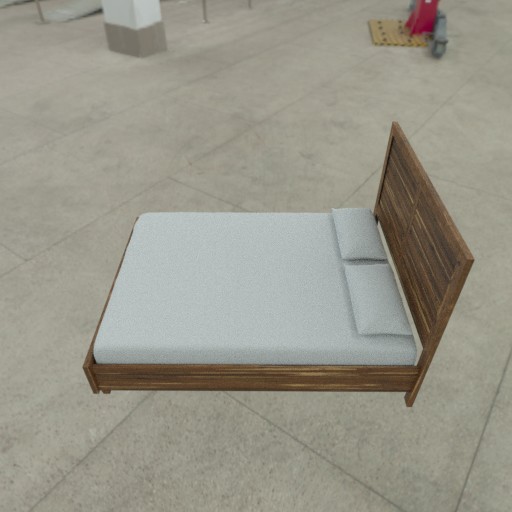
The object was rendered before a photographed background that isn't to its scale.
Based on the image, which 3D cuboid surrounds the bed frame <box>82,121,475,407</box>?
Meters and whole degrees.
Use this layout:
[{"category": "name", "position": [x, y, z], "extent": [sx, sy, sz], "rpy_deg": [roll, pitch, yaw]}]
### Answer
[{"category": "bed frame", "position": [0.000, 0.000, 3.395], "extent": [2.276, 1.417, 1.696], "rpy_deg": [0, 41, 0]}]
